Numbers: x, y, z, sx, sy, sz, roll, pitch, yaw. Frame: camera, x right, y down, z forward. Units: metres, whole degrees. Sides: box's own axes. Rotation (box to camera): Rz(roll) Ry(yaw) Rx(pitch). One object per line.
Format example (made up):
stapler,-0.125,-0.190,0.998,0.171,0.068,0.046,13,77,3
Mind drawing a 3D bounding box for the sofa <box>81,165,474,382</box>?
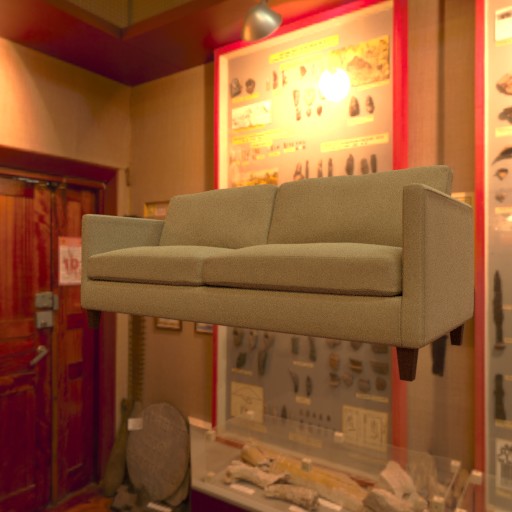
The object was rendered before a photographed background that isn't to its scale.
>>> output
sofa,0.000,0.000,2.593,2.181,0.932,0.948,0,0,36
